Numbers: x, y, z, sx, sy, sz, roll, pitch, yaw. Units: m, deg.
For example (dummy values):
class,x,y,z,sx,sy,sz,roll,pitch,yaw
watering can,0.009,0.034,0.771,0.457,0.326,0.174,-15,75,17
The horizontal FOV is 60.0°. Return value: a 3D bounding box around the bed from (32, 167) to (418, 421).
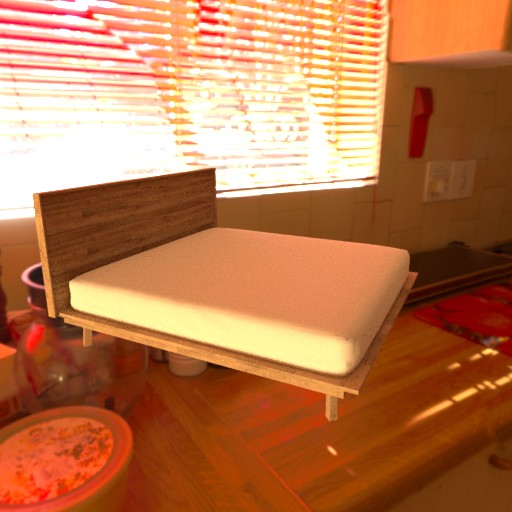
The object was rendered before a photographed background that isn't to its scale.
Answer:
class,x,y,z,sx,sy,sz,roll,pitch,yaw
bed,0.000,0.000,3.430,2.167,1.100,2.116,8,18,26
